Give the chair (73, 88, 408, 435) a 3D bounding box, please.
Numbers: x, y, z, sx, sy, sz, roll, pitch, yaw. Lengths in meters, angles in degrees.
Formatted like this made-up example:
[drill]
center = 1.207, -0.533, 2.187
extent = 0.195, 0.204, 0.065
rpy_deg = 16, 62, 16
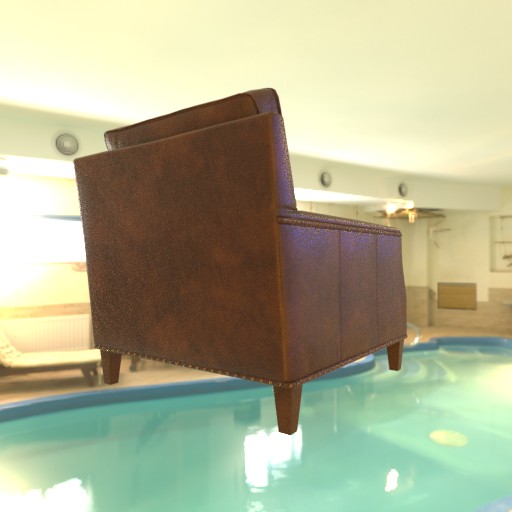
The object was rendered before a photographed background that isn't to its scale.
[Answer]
[chair]
center = 0.000, 0.000, 1.692
extent = 0.853, 0.929, 1.014
rpy_deg = 0, 0, 37
